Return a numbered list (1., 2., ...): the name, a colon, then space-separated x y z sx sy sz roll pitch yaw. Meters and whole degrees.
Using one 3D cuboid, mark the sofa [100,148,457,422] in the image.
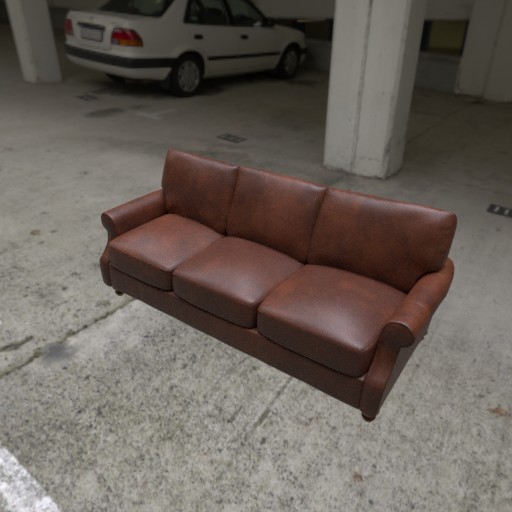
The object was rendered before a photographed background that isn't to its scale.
1. sofa: 0.000 0.000 2.950 2.351 0.977 0.973 19 34 31
